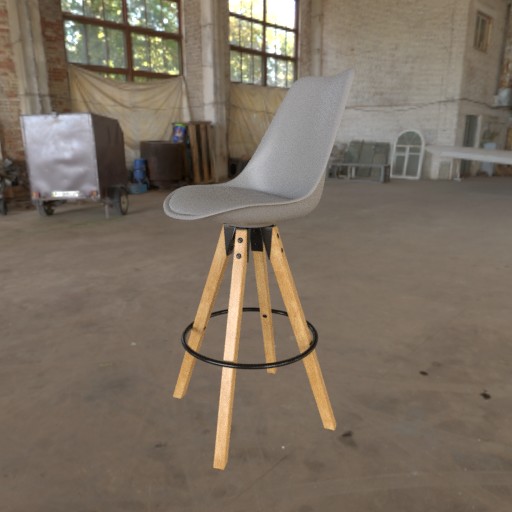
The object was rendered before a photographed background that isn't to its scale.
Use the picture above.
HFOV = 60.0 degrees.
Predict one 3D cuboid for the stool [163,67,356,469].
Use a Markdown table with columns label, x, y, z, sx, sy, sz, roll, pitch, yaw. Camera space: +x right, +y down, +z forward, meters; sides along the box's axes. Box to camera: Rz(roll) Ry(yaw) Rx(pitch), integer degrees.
| label | x | y | z | sx | sy | sz | roll | pitch | yaw |
| --- | --- | --- | --- | --- | --- | --- | --- | --- | --- |
| stool | 0.000 | 0.000 | 1.406 | 0.550 | 1.115 | 0.485 | -8 | 17 | -26 |
